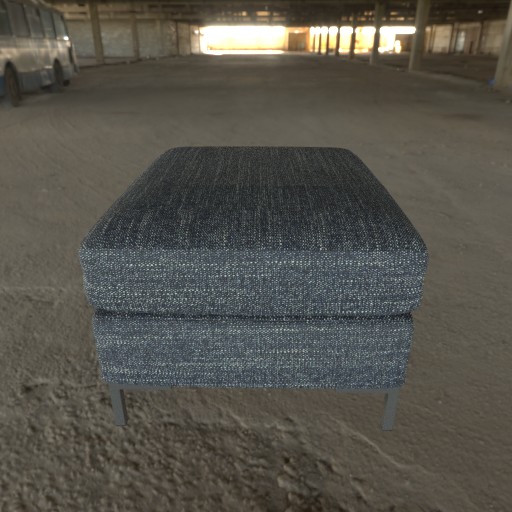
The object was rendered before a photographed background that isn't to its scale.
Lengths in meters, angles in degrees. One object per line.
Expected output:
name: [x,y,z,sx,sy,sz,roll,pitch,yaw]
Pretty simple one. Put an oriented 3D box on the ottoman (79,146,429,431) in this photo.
ottoman: [0.000,0.000,1.230,0.667,0.491,0.814,1,26,1]
